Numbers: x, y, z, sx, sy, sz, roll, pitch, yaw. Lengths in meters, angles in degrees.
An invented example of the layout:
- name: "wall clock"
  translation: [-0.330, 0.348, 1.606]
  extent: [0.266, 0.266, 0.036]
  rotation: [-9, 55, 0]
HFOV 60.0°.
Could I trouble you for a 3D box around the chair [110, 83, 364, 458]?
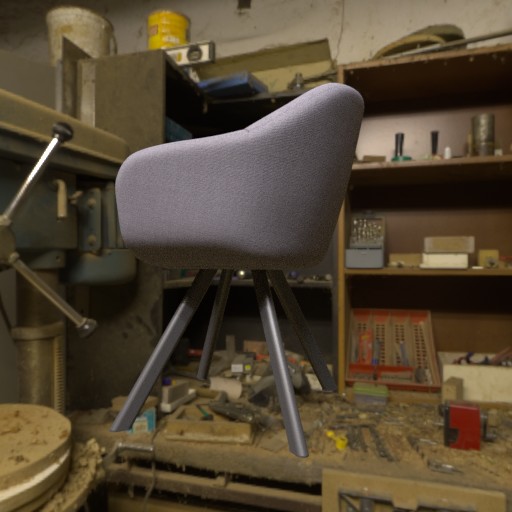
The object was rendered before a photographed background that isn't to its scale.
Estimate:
- name: "chair"
  translation: [0.000, 0.000, 1.158]
  extent: [0.550, 0.795, 0.590]
  rotation: [0, 0, 17]
